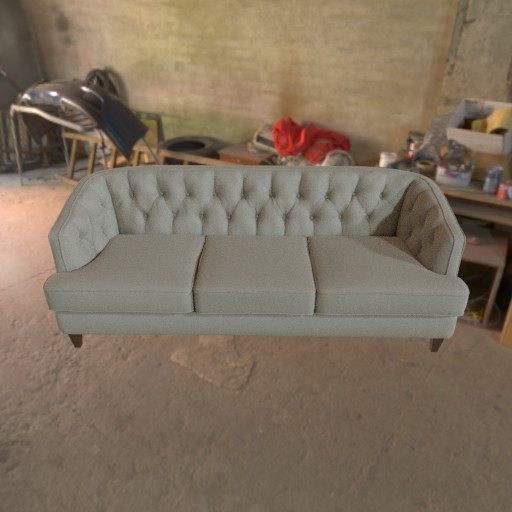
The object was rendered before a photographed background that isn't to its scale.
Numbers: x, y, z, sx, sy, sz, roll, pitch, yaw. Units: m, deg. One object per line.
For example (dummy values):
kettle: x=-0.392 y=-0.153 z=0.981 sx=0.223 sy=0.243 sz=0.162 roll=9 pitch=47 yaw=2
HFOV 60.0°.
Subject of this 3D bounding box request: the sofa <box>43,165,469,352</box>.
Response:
sofa: x=0.000 y=0.000 z=2.725 sx=2.278 sy=0.855 sz=0.941 roll=1 pitch=30 yaw=1
